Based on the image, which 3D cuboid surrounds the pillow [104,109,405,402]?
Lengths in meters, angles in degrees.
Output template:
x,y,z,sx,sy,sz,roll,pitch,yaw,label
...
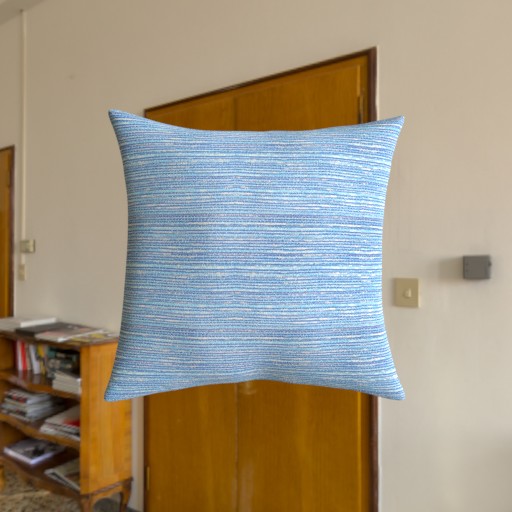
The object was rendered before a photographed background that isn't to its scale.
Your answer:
x,y,z,sx,sy,sz,roll,pitch,yaw,label
0.000,0.000,0.761,0.514,0.497,0.150,0,-1,-2,pillow
